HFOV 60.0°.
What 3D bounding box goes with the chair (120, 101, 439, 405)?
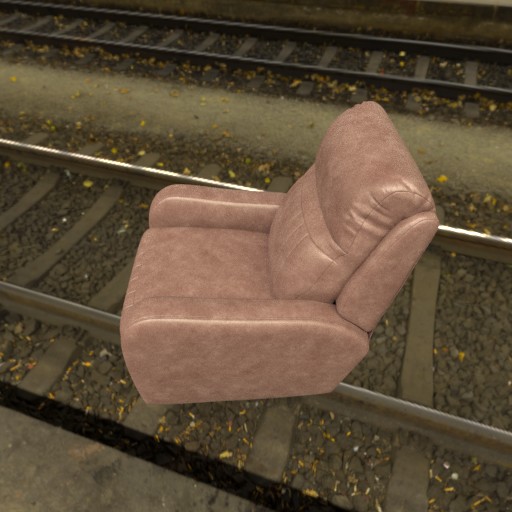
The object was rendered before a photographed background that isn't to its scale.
[{"bbox_3d":[0.000,0.000,1.809,1.067,1.067,0.865,-1,42,-1],"label":"chair"}]
